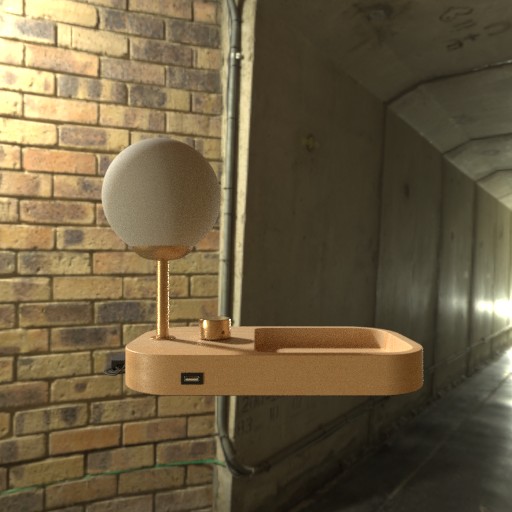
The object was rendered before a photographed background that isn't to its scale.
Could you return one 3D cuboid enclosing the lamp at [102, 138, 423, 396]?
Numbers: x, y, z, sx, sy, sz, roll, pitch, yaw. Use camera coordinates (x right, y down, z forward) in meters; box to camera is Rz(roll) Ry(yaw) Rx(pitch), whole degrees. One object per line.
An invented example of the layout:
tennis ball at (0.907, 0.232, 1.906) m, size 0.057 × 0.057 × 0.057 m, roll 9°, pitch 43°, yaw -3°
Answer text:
lamp at (0.000, 0.000, 0.480) m, size 0.331 × 0.253 × 0.173 m, roll 0°, pitch -1°, yaw 0°
